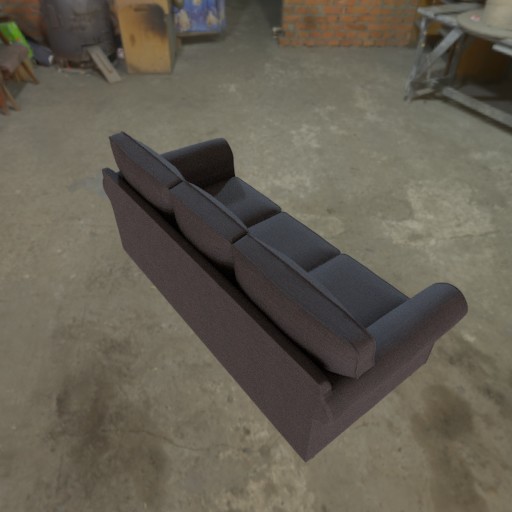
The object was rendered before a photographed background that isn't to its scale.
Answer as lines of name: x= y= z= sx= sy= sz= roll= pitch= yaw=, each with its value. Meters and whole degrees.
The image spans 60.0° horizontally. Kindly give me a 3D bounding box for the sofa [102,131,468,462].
sofa: x=0.000 y=0.000 z=2.540 sx=0.909 sy=0.966 sz=2.084 roll=-27 pitch=48 yaw=-27
